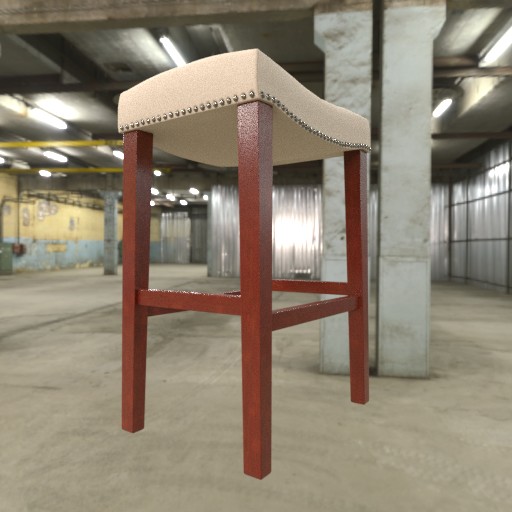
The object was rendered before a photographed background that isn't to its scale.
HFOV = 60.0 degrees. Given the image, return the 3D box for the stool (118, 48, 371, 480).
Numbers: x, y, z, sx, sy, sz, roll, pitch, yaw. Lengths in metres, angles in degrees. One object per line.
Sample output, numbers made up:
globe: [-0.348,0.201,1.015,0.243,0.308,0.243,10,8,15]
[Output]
stool: [0.000,0.000,1.031,0.372,0.742,0.504,0,1,36]
